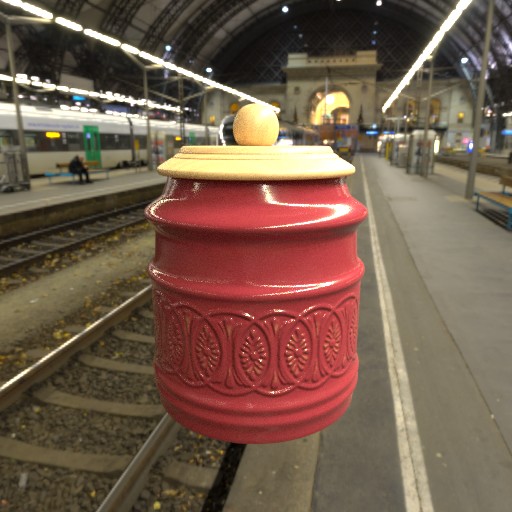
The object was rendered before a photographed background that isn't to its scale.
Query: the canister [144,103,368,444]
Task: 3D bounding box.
[{"bbox_3d":[0.000,0.000,0.271,0.130,0.176,0.130,0,14,0],"label":"canister"}]
